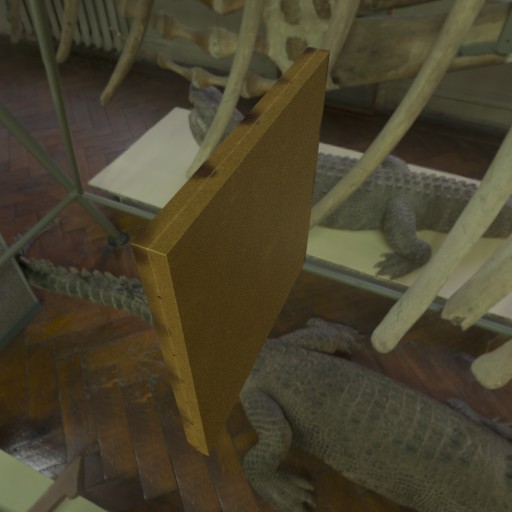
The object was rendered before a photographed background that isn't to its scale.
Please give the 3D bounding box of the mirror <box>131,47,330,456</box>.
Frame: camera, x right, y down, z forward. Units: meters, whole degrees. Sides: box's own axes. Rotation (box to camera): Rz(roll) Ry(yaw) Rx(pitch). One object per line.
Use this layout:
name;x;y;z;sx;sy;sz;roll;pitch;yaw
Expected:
mirror;0.000;0.000;0.756;0.042;0.507;0.509;18;49;16
